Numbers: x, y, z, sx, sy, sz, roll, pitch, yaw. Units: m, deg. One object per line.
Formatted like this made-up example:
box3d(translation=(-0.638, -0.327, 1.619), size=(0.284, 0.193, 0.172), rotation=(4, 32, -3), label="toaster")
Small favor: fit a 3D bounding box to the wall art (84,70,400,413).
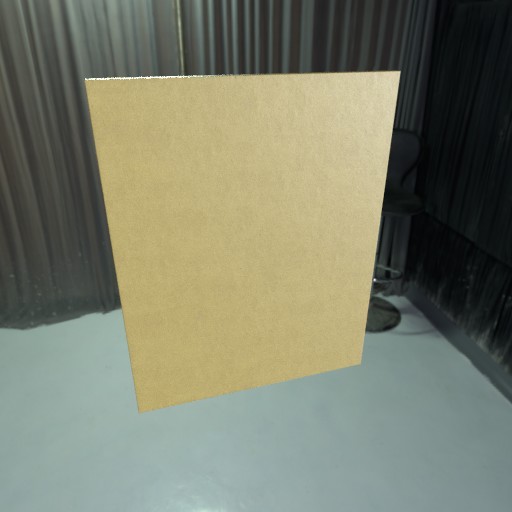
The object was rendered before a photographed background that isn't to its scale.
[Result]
box3d(translation=(0.000, 0.000, 1.317), size=(0.798, 1.002, 0.030), rotation=(-8, 28, -15), label="wall art")
